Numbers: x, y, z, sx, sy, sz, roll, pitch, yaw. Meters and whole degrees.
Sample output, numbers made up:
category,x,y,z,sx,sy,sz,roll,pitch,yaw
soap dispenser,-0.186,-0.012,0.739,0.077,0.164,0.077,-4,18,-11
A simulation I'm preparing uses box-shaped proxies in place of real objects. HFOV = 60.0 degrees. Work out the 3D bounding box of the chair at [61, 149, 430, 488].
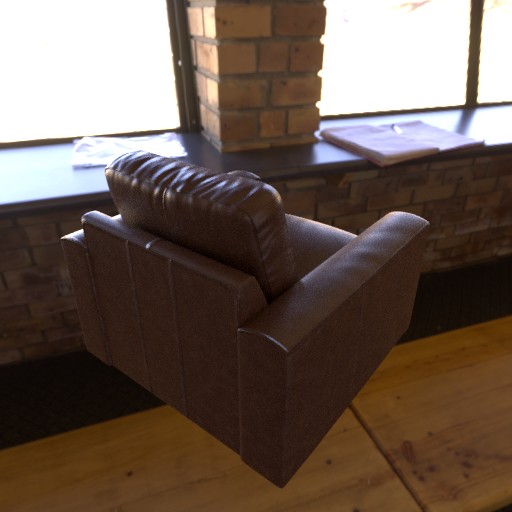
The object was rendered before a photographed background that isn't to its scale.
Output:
category,x,y,z,sx,sy,sz,roll,pitch,yaw
chair,0.000,0.000,1.724,1.005,0.873,1.016,21,36,33
